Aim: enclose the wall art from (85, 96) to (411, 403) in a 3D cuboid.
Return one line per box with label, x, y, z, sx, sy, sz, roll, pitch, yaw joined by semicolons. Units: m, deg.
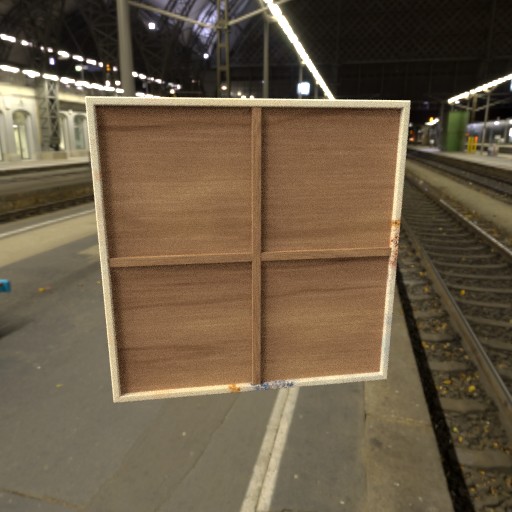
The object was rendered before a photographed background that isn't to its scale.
wall art;0.000;0.000;1.330;0.889;0.889;0.038;-2;15;-9
